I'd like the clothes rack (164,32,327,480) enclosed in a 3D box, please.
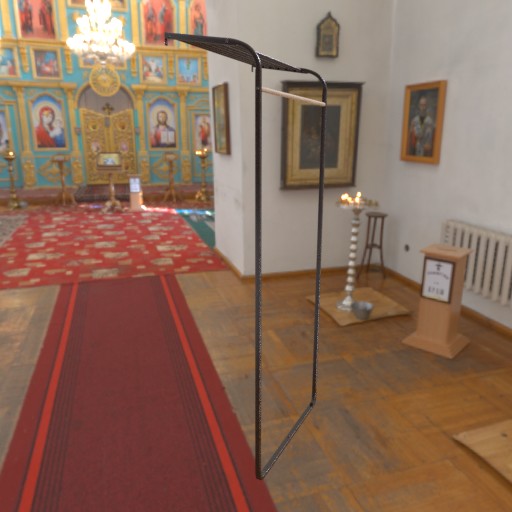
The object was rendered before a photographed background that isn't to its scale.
[{"bbox_3d":[0.000,0.000,1.793,0.349,1.574,0.609,7,16,27],"label":"clothes rack"}]
